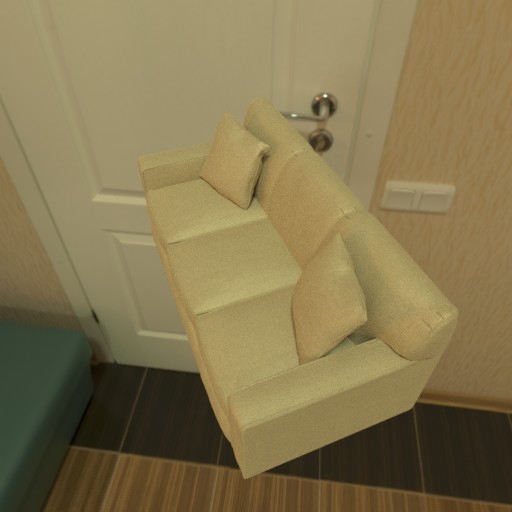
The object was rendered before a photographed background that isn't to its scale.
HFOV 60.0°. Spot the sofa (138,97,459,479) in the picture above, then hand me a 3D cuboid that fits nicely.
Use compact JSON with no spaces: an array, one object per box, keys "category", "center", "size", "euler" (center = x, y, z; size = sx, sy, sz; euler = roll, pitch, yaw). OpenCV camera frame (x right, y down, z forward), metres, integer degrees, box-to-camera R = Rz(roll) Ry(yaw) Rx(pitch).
[{"category":"sofa","center":[0.000,0.000,2.562],"size":[0.997,0.958,2.024],"euler":[-16,48,-15]}]
